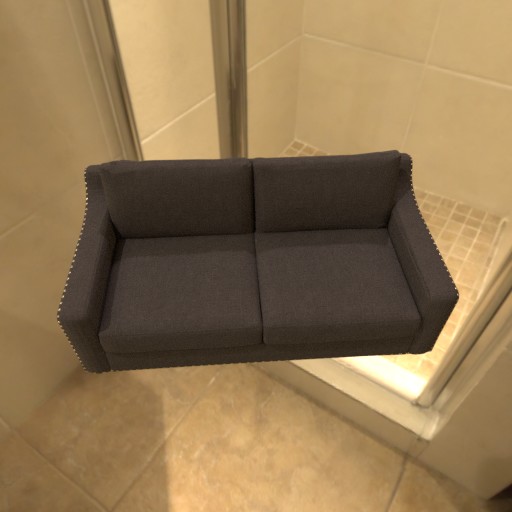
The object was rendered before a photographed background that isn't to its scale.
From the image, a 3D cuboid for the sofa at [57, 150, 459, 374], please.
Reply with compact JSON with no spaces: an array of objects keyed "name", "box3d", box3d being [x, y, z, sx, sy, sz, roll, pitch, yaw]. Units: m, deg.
[{"name":"sofa","box3d":[0.000,0.000,3.317,2.550,1.196,1.336,-3,47,-3]}]
